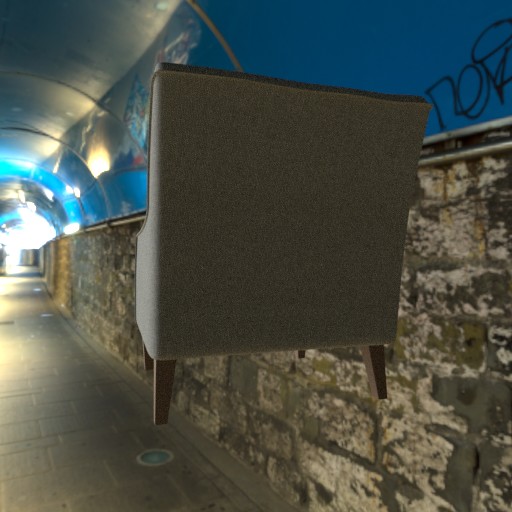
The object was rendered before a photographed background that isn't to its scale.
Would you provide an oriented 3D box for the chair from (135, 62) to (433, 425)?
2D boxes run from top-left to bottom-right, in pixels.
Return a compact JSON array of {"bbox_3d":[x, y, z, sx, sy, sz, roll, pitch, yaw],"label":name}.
[{"bbox_3d":[0.000,0.000,1.547,0.780,0.919,0.899,0,0,-18],"label":"chair"}]
